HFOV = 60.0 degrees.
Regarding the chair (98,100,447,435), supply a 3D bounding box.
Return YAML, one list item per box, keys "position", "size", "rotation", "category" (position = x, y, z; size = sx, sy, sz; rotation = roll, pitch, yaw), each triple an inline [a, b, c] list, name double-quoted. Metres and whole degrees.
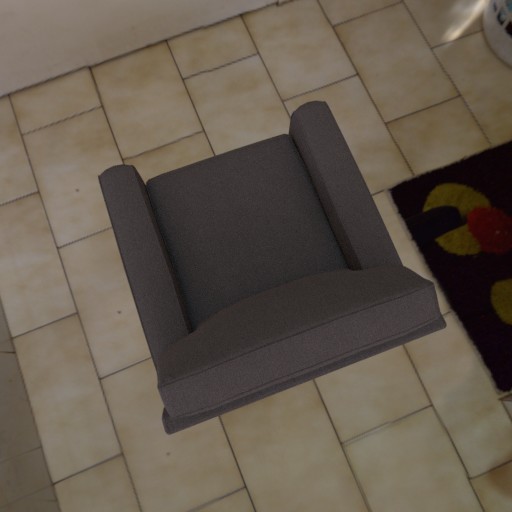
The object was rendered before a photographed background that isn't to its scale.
- position: [0.000, 0.000, 1.830]
  size: [0.997, 0.913, 1.043]
  rotation: [-20, 76, -5]
  category: "chair"
